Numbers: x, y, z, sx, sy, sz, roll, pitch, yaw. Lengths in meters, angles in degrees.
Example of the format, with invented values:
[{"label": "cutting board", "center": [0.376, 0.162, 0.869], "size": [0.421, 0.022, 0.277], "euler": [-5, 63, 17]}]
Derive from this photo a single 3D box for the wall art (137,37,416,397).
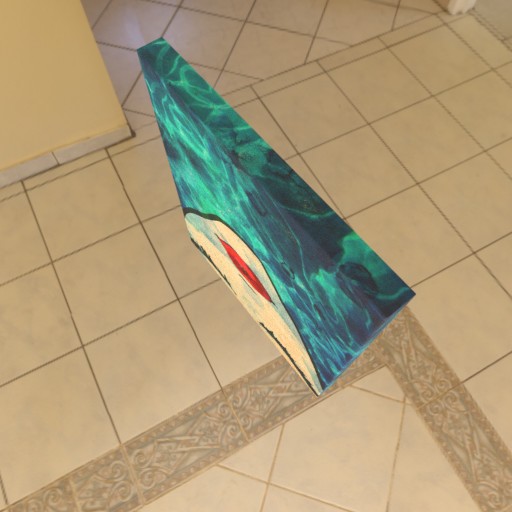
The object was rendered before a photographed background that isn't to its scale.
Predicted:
[{"label": "wall art", "center": [0.000, 0.000, 0.704], "size": [0.038, 0.508, 0.432], "euler": [-35, 69, -15]}]
